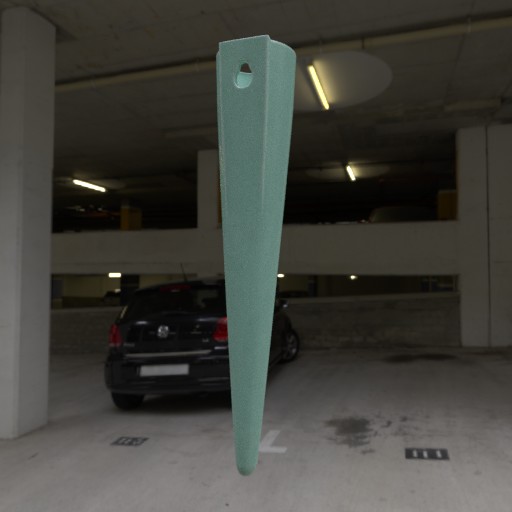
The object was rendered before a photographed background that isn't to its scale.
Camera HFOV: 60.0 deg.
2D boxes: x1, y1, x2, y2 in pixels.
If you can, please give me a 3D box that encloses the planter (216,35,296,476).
[{"bbox_3d":[0.000,0.000,0.294,0.054,0.268,0.055,-1,-2,17],"label":"planter"}]
